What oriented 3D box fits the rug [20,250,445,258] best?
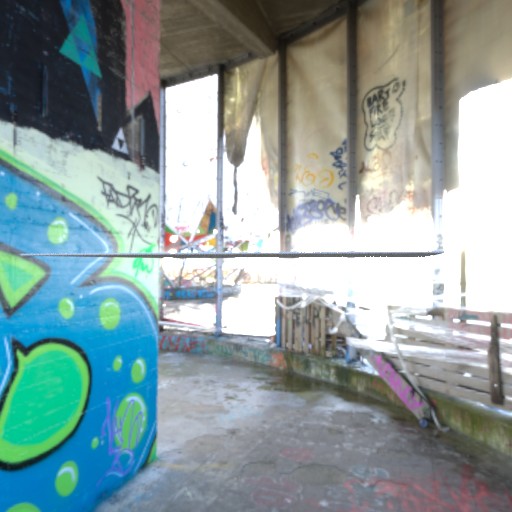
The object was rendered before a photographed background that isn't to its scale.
[{"bbox_3d":[0.000,0.000,3.961,2.945,0.014,2.353,0,-1,19],"label":"rug"}]
